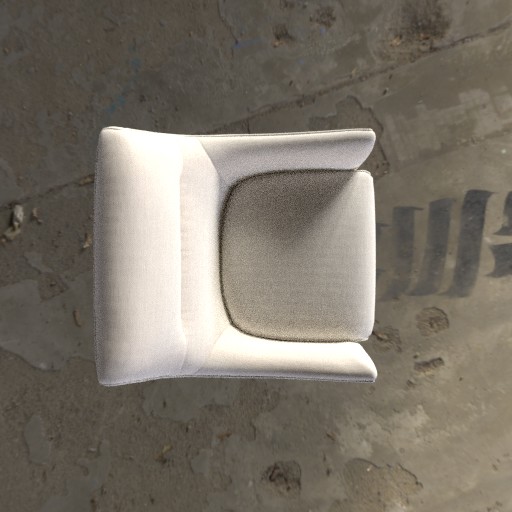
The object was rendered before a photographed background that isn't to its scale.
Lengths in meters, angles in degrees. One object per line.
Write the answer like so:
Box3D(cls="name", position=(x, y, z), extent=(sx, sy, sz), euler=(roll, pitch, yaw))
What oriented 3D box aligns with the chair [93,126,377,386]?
Box3D(cls="chair", position=(0.000, 0.000, 1.443), extent=(0.787, 0.838, 0.762), euler=(0, 90, 0))
